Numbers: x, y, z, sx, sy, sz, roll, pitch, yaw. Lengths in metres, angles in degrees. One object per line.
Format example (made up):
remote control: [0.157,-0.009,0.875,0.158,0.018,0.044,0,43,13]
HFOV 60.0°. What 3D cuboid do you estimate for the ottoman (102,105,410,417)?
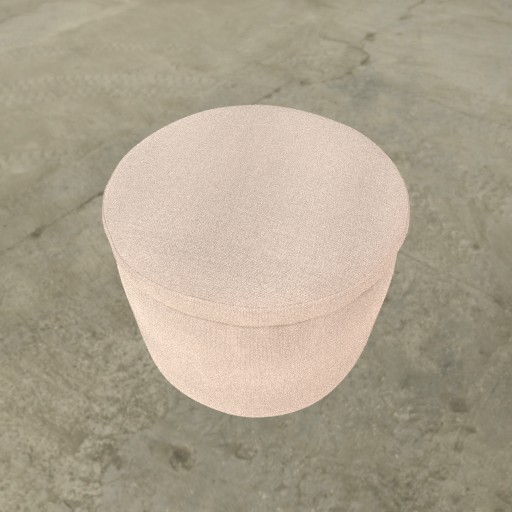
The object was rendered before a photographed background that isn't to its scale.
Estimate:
ottoman: [0.000,0.000,0.853,0.497,0.409,0.497,0,48,0]
